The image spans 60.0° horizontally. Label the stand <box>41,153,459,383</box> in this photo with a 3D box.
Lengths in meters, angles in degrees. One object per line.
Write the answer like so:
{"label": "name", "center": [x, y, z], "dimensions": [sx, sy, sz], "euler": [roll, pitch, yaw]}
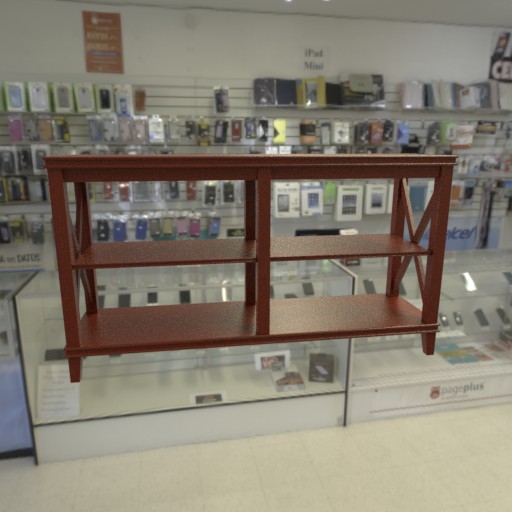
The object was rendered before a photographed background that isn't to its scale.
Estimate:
{"label": "stand", "center": [0.000, 0.000, 1.714], "dimensions": [1.372, 0.762, 0.381], "euler": [-2, 14, -9]}
